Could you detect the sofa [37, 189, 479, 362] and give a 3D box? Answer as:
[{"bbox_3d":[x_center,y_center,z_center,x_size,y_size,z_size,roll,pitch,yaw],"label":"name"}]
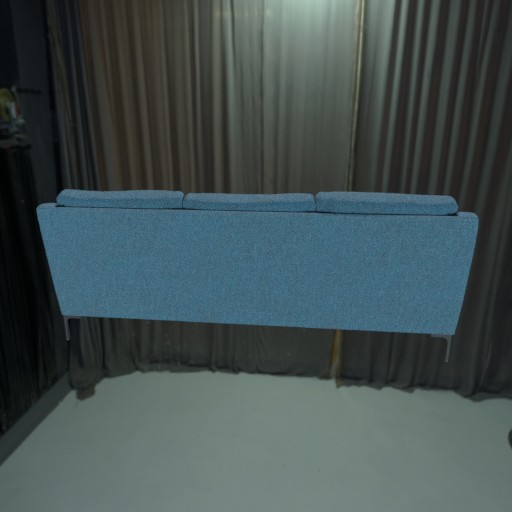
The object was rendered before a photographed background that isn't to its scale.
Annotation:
[{"bbox_3d":[0.000,0.000,2.507,2.060,0.837,0.849,2,17,6],"label":"sofa"}]
